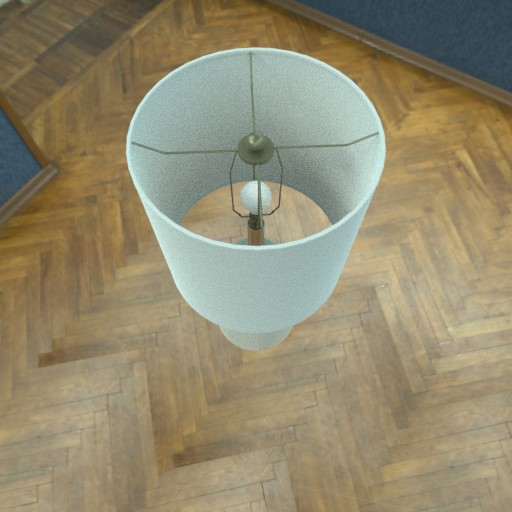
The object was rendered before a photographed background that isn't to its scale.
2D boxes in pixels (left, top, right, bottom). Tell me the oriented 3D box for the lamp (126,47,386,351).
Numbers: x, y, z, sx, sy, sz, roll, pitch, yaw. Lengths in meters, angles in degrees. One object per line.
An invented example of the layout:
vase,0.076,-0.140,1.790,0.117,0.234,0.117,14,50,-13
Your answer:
lamp,0.000,0.000,0.498,0.188,0.392,0.188,33,68,15
